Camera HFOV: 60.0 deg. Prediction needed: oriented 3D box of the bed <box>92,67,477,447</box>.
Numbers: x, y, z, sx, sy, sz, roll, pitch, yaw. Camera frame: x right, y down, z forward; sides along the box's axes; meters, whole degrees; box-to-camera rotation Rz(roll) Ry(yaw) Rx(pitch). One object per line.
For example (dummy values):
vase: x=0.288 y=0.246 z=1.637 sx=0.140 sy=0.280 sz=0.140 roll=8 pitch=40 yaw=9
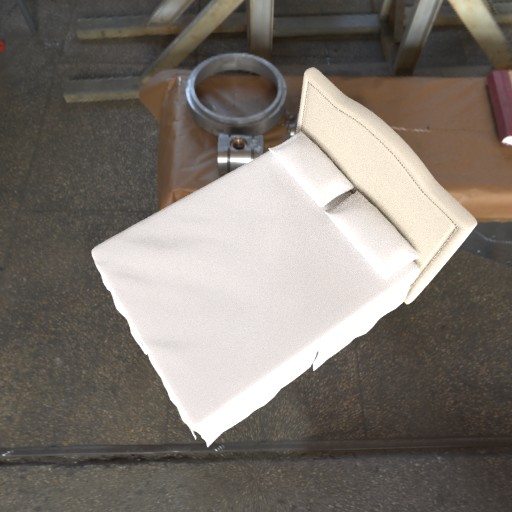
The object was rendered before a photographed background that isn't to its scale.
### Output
bed: x=0.000 y=0.000 z=3.343 sx=2.196 sy=1.449 sz=1.741 roll=-32 pitch=68 yaw=-15
